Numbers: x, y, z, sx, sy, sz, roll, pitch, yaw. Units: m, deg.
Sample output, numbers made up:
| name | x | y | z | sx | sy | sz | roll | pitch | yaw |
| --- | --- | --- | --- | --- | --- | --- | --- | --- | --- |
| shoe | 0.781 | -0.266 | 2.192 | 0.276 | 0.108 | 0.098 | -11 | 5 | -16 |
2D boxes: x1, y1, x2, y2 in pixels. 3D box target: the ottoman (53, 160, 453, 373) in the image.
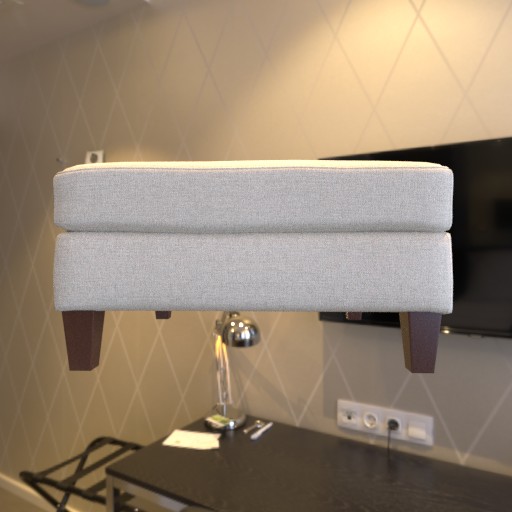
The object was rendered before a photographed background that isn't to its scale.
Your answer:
| name | x | y | z | sx | sy | sz | roll | pitch | yaw |
| --- | --- | --- | --- | --- | --- | --- | --- | --- | --- |
| ottoman | 0.000 | 0.000 | 1.307 | 0.838 | 0.478 | 0.838 | 0 | 1 | 1 |
